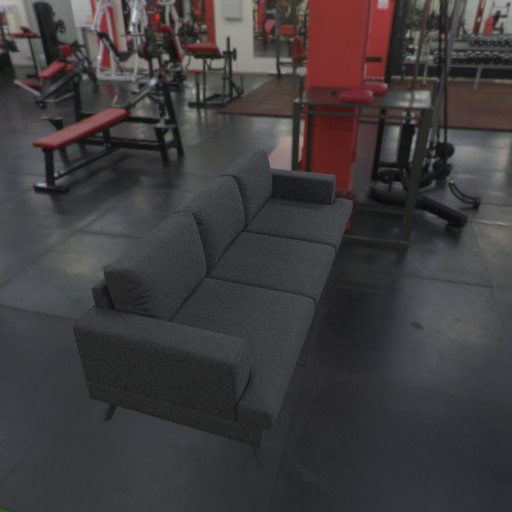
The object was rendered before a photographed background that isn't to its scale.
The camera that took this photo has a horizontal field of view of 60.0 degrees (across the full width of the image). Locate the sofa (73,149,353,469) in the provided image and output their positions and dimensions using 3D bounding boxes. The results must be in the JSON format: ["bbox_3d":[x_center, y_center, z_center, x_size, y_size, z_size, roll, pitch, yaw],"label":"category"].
[{"bbox_3d":[0.000,0.000,2.807,0.920,0.810,2.310,9,31,16],"label":"sofa"}]
